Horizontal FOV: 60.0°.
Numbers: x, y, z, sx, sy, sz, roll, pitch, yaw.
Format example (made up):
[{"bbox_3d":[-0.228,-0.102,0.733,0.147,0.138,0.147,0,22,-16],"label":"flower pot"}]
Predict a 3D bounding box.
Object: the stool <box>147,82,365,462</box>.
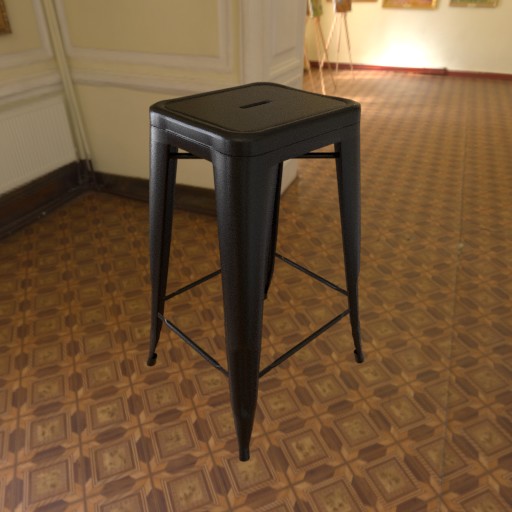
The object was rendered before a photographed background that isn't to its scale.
[{"bbox_3d":[0.000,0.000,0.906,0.423,0.609,0.455,21,38,29],"label":"stool"}]
